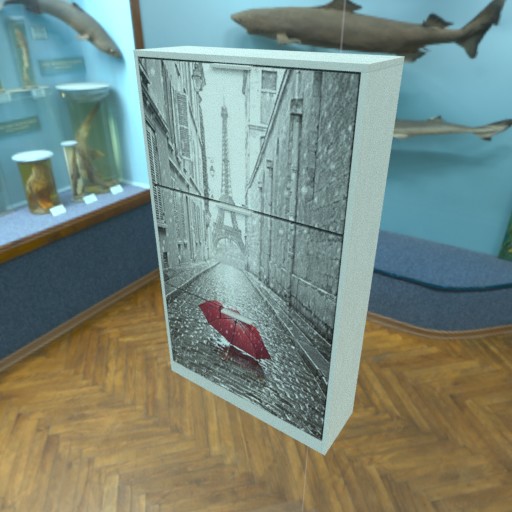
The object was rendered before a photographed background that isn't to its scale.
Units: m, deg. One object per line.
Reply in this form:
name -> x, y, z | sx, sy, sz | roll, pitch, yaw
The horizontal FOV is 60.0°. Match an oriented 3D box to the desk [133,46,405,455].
desk -> 0.000, 0.000, 1.534 | 0.750, 1.280, 0.250 | 18, 34, 30
